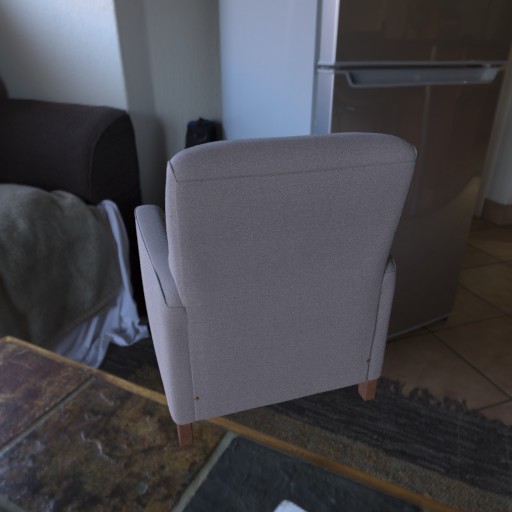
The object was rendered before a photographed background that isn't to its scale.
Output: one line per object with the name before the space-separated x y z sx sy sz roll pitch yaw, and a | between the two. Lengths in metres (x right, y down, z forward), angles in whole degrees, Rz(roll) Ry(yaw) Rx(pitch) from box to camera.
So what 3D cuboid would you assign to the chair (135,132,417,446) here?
chair | 0.000 0.000 1.679 0.845 1.023 0.859 -8 27 -16
